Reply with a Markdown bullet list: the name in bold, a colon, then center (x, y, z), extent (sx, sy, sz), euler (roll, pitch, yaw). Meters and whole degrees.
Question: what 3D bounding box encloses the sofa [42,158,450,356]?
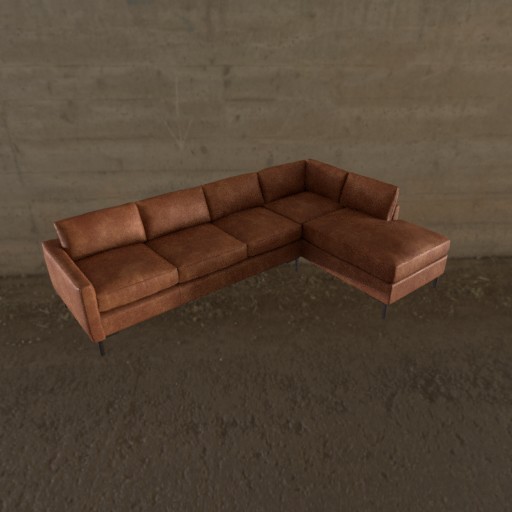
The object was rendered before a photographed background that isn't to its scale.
- **sofa**: center (0.000, 0.000, 3.861), extent (2.984, 0.877, 1.938), euler (-21, 35, -33)
